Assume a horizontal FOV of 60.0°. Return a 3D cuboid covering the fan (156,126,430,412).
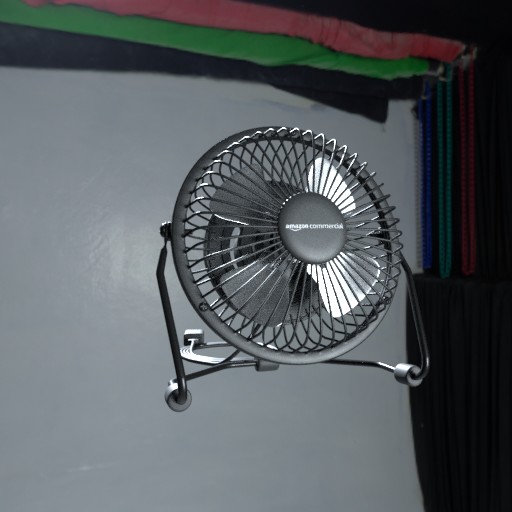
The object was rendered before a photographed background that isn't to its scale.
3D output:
[{"bbox_3d":[0.000,0.000,0.313,0.153,0.152,0.202,0,-1,-19],"label":"fan"}]
